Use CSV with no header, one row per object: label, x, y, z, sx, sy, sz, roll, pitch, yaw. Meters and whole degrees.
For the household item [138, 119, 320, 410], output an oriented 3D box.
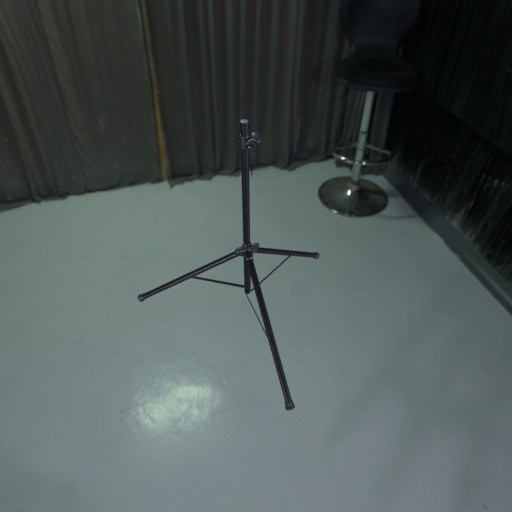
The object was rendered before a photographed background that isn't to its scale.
household item,0.000,0.000,2.791,1.596,1.595,1.339,-12,44,-13
